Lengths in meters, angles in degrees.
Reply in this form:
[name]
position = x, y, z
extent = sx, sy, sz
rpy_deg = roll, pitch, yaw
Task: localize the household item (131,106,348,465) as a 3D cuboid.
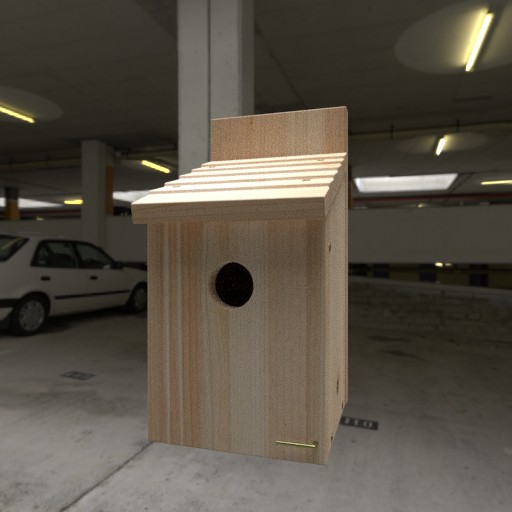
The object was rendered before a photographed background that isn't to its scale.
[household item]
position = 0.000, 0.000, 0.399
extent = 0.149, 0.300, 0.171
rpy_deg = 0, 0, 17
